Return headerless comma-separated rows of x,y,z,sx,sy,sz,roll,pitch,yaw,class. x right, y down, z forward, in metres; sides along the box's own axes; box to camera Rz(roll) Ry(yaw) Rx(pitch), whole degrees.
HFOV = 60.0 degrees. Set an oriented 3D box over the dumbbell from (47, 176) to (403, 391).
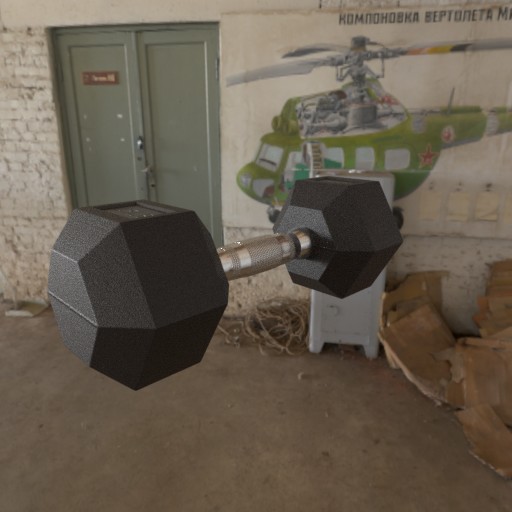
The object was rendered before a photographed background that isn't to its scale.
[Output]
0.000,0.000,0.424,0.356,0.123,0.141,-15,23,-42,dumbbell
